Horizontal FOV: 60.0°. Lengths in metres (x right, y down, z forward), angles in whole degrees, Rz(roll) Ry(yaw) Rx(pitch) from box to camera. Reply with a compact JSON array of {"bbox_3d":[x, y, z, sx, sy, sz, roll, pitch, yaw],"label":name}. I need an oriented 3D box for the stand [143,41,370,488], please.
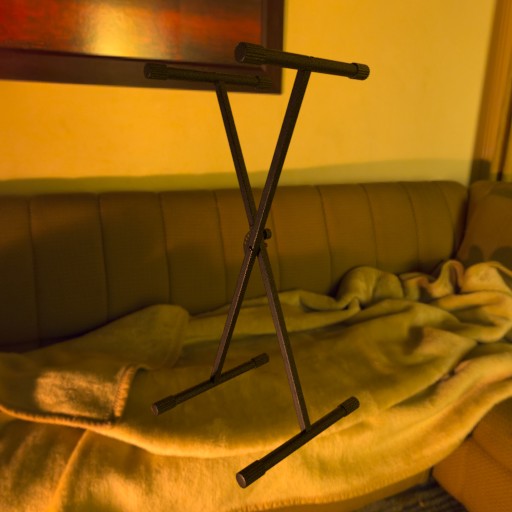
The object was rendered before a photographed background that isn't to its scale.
[{"bbox_3d":[0.000,0.000,1.169,0.449,0.940,0.409,-14,21,-41],"label":"stand"}]
